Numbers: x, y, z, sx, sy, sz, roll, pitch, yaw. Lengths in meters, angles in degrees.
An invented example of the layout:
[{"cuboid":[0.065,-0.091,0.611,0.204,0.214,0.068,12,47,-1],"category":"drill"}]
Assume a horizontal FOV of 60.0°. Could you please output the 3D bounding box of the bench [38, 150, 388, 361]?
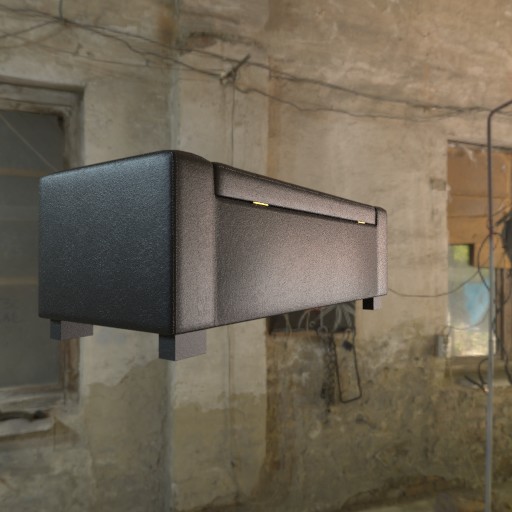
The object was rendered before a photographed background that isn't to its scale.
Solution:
[{"cuboid":[0.000,0.000,1.549,0.508,0.445,1.296,0,-1,35],"category":"bench"}]
